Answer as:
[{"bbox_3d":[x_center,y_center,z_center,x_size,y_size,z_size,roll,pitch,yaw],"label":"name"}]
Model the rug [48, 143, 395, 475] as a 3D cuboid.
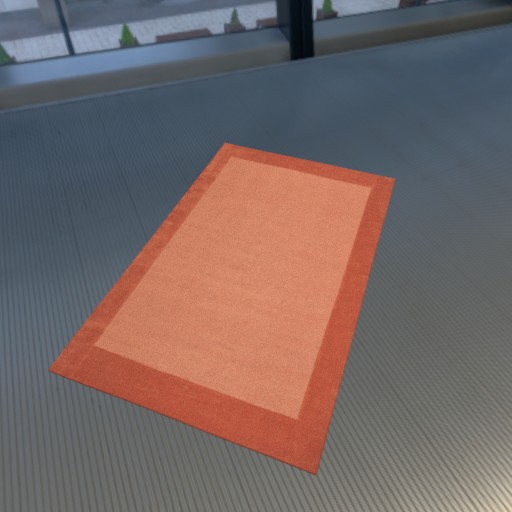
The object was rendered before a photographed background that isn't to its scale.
[{"bbox_3d":[0.000,0.000,3.033,1.524,0.014,2.438,15,48,14],"label":"rug"}]
